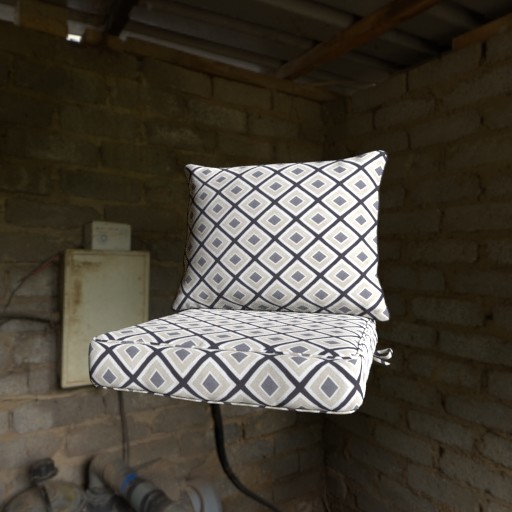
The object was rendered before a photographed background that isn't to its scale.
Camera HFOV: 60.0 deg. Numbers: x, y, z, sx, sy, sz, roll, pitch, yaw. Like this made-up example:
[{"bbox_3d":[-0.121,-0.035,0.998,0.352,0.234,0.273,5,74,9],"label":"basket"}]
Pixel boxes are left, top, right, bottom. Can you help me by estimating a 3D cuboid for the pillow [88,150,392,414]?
[{"bbox_3d":[0.000,0.000,1.360,0.798,0.722,0.733,0,1,18],"label":"pillow"}]
